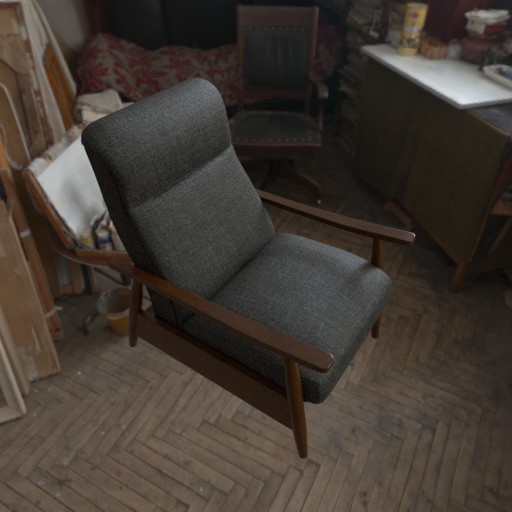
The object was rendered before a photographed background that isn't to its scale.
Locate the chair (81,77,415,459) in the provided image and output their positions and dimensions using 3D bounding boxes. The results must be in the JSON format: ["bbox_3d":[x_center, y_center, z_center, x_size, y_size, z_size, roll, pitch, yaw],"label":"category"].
[{"bbox_3d":[0.000,0.000,1.778,1.014,1.082,0.762,24,47,25],"label":"chair"}]
